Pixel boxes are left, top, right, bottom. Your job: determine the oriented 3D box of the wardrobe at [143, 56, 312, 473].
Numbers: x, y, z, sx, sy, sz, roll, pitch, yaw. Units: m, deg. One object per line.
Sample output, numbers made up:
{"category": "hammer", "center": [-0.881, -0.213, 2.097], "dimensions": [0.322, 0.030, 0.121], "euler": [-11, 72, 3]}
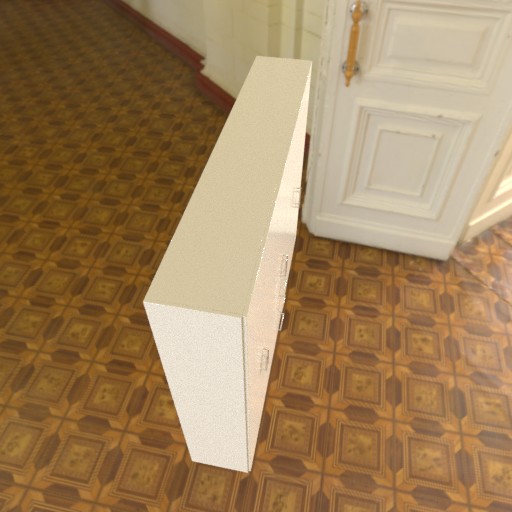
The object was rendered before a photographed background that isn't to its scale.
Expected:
{"category": "wardrobe", "center": [0.000, 0.000, 4.079], "dimensions": [0.580, 2.360, 3.000], "euler": [8, 48, 8]}
